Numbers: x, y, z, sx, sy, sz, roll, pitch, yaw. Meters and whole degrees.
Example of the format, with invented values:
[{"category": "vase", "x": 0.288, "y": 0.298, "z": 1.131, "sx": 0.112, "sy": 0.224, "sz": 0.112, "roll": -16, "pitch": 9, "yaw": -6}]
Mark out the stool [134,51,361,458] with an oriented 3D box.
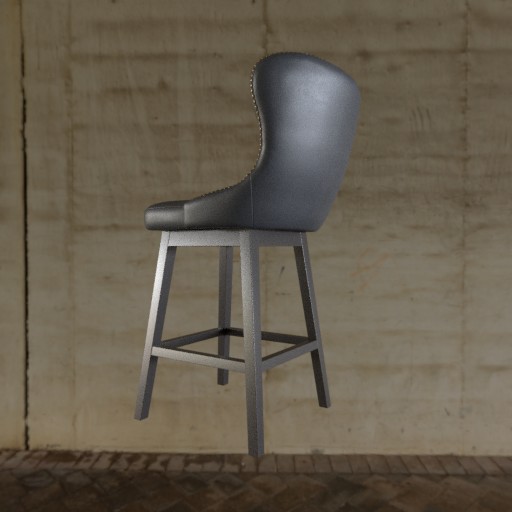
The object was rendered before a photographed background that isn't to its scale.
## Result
[{"category": "stool", "x": 0.000, "y": 0.000, "z": 1.326, "sx": 0.593, "sy": 0.971, "sz": 0.528, "roll": 1, "pitch": 1, "yaw": 34}]
